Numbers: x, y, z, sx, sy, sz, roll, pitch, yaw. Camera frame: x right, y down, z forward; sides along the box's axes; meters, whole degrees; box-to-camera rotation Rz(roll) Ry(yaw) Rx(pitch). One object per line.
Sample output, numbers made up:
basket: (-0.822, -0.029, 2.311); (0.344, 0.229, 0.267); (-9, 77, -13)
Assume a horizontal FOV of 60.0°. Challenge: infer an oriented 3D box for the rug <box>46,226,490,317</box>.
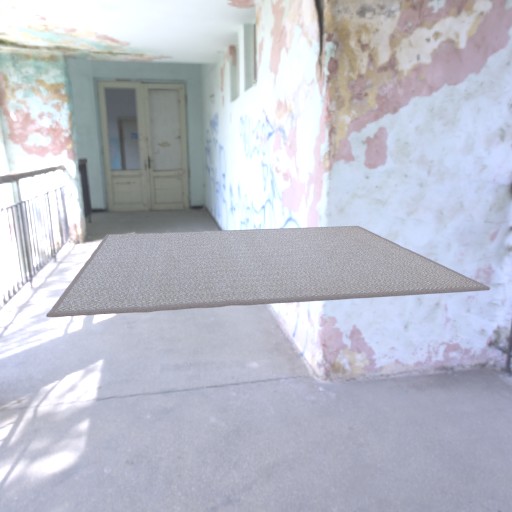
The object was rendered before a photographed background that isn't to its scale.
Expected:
rug: (0.000, 0.000, 4.088); (3.007, 0.032, 2.434); (-3, 15, -10)
